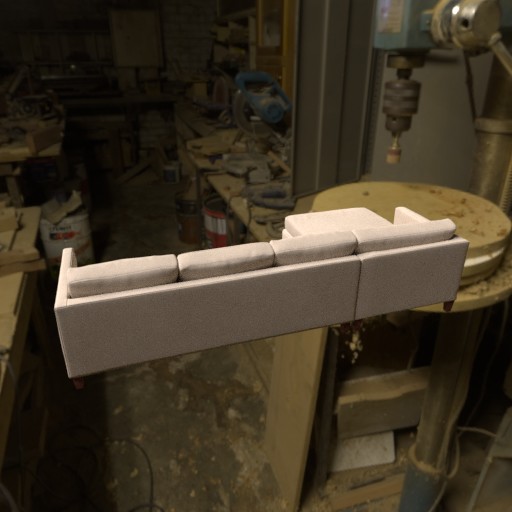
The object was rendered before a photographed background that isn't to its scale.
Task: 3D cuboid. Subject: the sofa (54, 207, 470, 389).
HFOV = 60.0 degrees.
[{"bbox_3d":[0.000,0.000,3.977,3.186,0.846,1.625,-8,27,-16],"label":"sofa"}]
